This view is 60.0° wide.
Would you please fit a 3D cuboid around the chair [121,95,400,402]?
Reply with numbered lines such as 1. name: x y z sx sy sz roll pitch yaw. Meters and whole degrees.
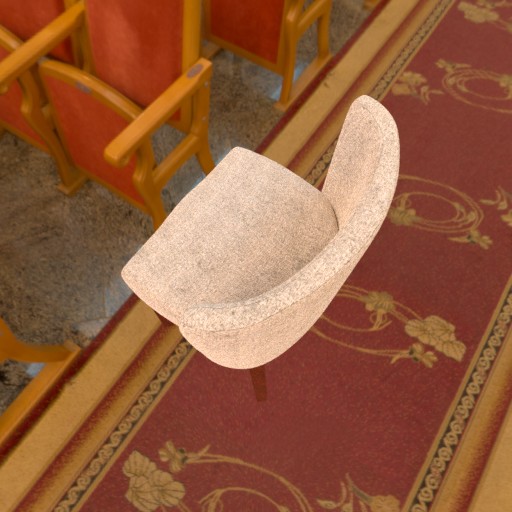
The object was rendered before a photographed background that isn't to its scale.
1. chair: 0.000 0.000 1.308 0.575 0.827 0.728 31 67 15
